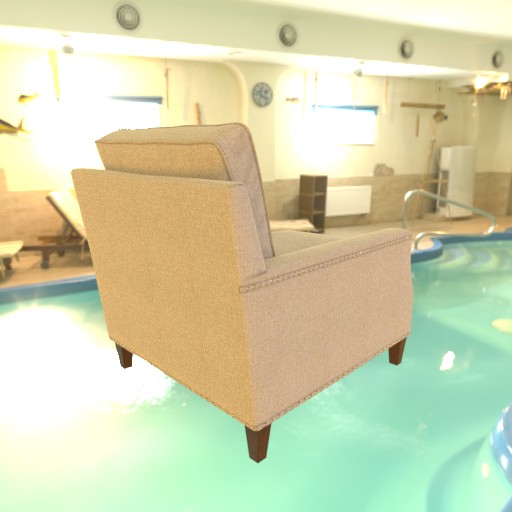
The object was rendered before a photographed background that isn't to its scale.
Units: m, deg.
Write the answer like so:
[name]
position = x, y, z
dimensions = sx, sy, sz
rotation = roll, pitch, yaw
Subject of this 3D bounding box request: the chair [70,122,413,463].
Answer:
[chair]
position = 0.000, 0.000, 1.695
dimensions = 1.014, 0.943, 0.853
rotation = -14, 20, -43
